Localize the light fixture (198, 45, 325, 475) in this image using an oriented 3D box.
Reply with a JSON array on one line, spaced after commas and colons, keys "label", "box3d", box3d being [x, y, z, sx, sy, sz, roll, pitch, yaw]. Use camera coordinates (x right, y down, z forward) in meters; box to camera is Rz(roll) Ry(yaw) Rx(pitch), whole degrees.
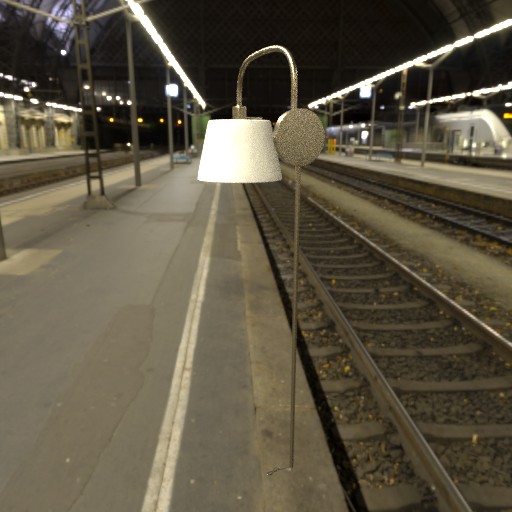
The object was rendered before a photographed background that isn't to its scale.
[{"label": "light fixture", "box3d": [0.000, 0.000, 0.470, 0.092, 0.399, 0.176, -7, 16, -24]}]
